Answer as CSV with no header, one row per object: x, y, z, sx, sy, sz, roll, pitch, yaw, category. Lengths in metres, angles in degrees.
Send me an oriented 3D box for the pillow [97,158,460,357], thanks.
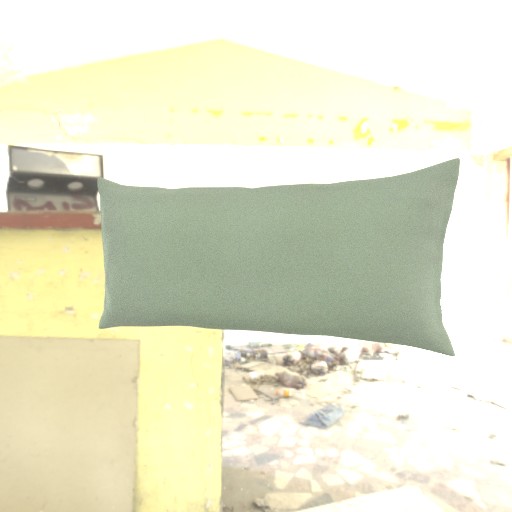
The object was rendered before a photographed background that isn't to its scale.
0.000,0.000,0.729,0.610,0.287,0.151,1,2,17,pillow
